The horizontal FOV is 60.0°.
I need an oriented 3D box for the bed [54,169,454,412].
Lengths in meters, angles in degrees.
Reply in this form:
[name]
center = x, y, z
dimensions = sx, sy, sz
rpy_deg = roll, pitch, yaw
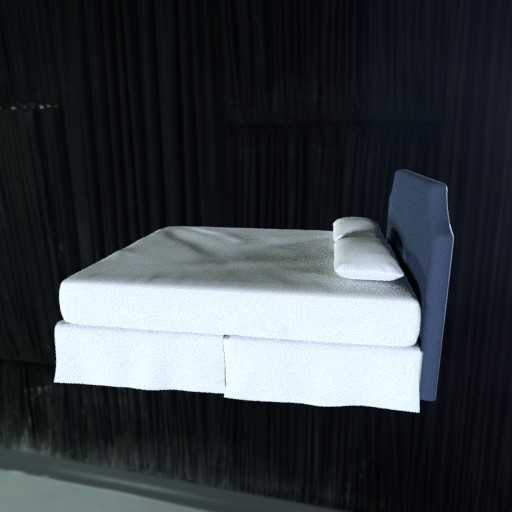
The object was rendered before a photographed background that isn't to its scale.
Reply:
[bed]
center = 0.000, 0.000, 4.031
dimensions = 2.773, 1.488, 2.350
rpy_deg = 2, 15, 9
